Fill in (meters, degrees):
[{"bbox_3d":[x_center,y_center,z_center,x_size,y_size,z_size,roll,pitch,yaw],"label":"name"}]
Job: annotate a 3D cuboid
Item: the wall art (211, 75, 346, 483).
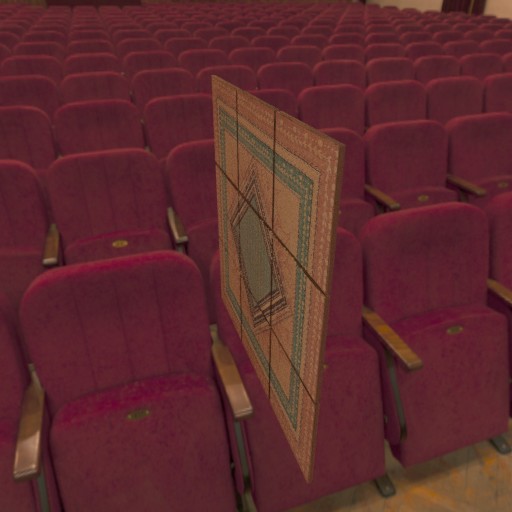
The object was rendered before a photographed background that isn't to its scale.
[{"bbox_3d":[0.000,0.000,1.345,0.013,0.914,0.915,-9,31,-16],"label":"wall art"}]
